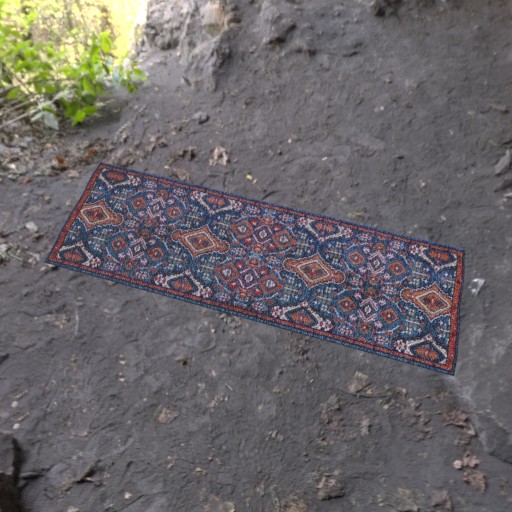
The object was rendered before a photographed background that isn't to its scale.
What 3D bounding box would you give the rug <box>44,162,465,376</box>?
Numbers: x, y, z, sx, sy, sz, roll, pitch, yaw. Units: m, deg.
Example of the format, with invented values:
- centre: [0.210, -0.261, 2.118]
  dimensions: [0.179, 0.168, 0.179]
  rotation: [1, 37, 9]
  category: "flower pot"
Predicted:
- centre: [0.000, 0.000, 2.703]
  dimensions: [2.459, 0.010, 0.801]
  rotation: [14, 64, 7]
  category: "rug"
